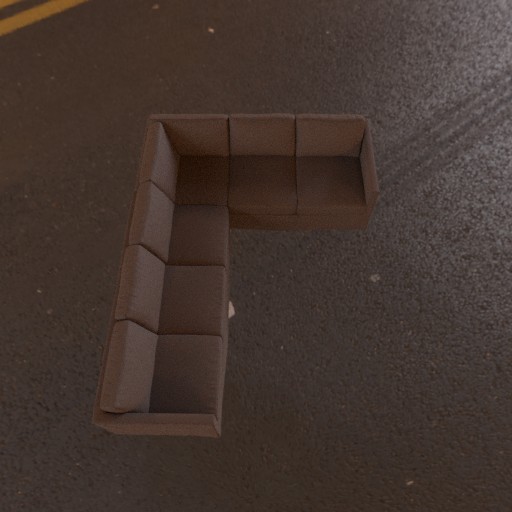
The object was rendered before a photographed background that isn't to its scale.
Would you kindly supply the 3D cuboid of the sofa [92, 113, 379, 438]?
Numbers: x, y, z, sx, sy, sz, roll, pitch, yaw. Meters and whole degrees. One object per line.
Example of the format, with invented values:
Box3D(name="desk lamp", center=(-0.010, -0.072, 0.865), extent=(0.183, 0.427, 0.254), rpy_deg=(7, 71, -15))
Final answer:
Box3D(name="sofa", center=(0.000, 0.000, 4.279), extent=(2.432, 0.871, 3.182), rpy_deg=(1, 61, 0))
